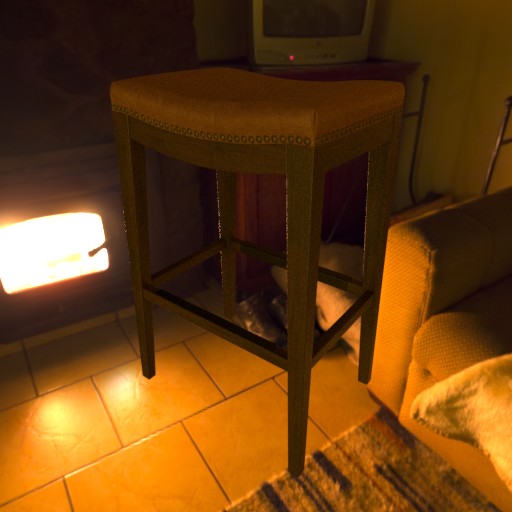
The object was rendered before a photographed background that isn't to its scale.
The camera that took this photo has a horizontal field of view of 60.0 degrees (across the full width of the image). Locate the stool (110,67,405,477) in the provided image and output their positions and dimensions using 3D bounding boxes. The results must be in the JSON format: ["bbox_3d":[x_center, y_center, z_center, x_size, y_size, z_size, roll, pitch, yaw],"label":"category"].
[{"bbox_3d":[0.000,0.000,1.018,0.500,0.759,0.361,20,34,32],"label":"stool"}]
